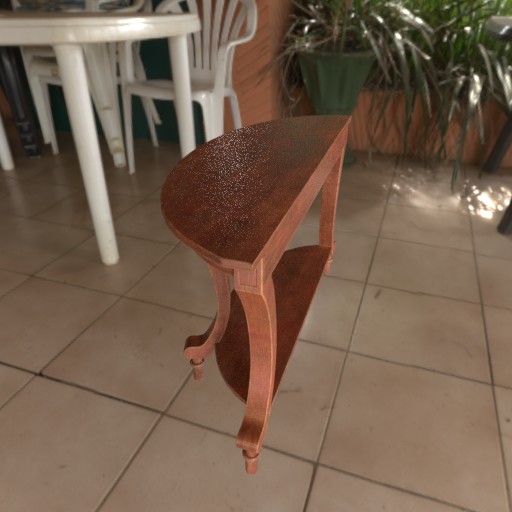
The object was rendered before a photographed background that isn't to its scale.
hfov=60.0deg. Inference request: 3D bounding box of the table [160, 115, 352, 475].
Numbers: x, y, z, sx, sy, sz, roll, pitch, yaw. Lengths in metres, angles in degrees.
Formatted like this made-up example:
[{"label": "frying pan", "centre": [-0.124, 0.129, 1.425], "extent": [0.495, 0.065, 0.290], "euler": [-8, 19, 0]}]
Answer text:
[{"label": "table", "centre": [0.000, 0.000, 1.494], "extent": [0.394, 0.699, 1.198], "euler": [10, 32, 16]}]
